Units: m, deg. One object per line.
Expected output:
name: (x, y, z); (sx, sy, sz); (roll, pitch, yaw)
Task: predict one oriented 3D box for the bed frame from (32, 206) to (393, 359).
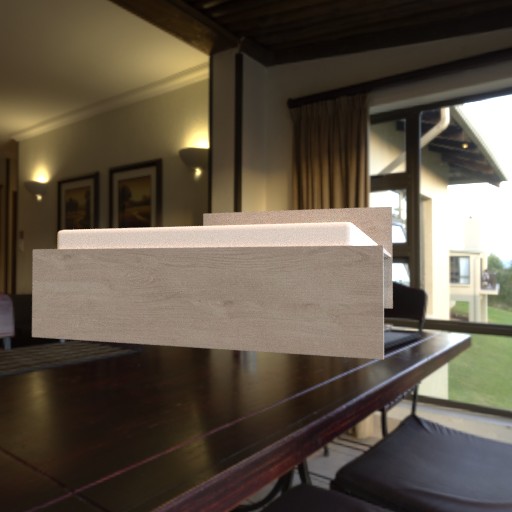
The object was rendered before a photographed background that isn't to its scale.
bed frame: (0.000, 0.000, 2.813); (1.622, 0.800, 1.960); (0, -1, 18)
